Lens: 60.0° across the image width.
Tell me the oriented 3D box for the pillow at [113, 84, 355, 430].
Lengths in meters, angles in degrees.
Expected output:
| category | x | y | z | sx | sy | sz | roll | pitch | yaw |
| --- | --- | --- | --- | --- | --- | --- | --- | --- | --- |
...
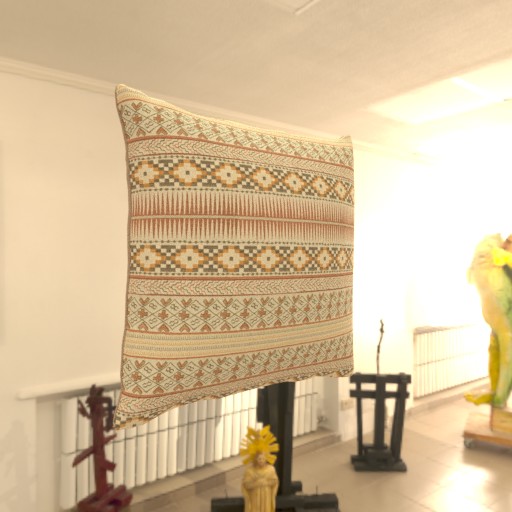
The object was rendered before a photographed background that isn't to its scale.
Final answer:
| category | x | y | z | sx | sy | sz | roll | pitch | yaw |
| --- | --- | --- | --- | --- | --- | --- | --- | --- | --- |
| pillow | 0.000 | 0.000 | 0.805 | 0.521 | 0.519 | 0.215 | 0 | 0 | -37 |
